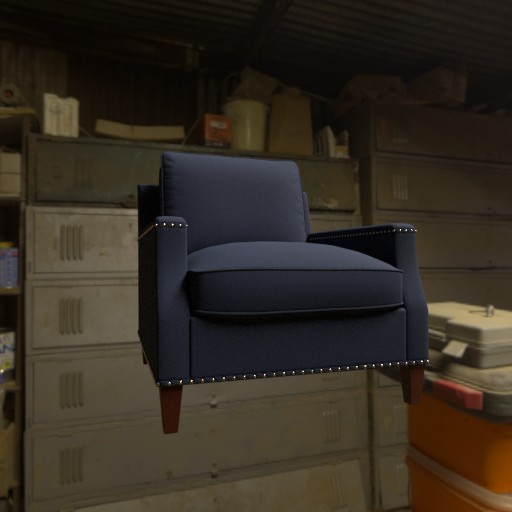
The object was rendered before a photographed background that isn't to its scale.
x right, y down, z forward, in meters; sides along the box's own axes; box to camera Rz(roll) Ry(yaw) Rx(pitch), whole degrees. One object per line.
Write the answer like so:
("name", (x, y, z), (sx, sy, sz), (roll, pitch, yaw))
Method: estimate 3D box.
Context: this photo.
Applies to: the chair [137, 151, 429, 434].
("chair", (0.000, 0.000, 1.720), (0.853, 0.943, 1.014), (0, -1, -18))
